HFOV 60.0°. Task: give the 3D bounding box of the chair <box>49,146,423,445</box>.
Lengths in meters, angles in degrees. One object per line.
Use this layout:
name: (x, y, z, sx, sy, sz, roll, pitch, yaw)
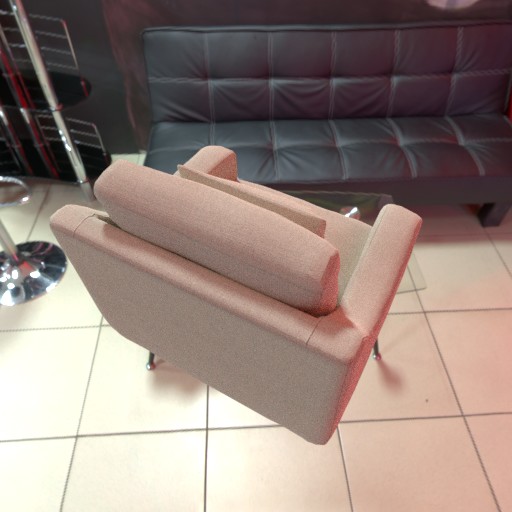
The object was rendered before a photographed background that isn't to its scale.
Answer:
chair: (0.000, 0.000, 1.918, 1.178, 1.016, 1.009, 23, 51, 20)
